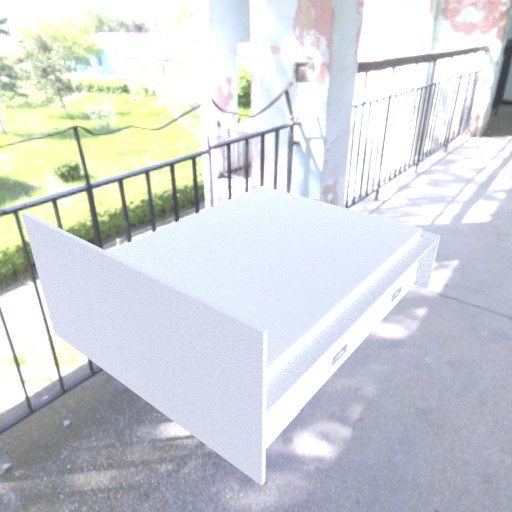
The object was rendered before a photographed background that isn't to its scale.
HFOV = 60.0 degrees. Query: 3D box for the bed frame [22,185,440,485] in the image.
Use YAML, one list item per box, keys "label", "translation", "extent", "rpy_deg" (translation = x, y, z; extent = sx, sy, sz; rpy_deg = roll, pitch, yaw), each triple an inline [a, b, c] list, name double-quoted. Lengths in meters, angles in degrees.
- label: "bed frame"
  translation: [0.000, 0.000, 2.772]
  extent: [1.622, 0.800, 1.960]
  rpy_deg: [21, 35, 33]
